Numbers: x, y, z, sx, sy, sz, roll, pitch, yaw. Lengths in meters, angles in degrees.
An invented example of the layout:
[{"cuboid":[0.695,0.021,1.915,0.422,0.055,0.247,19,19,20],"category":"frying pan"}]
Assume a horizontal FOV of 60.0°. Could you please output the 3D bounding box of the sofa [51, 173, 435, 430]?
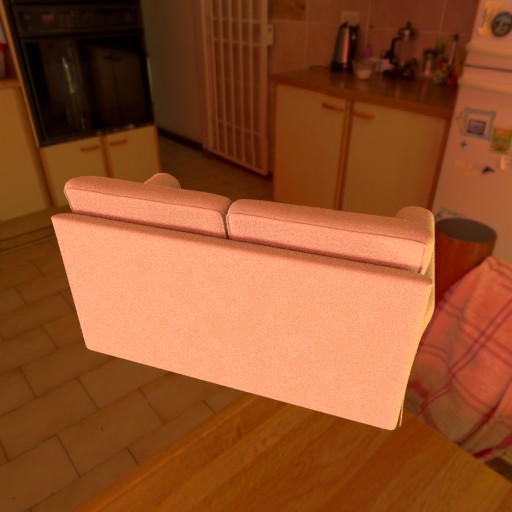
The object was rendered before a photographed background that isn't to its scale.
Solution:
[{"cuboid":[0.000,0.000,2.331,1.727,0.940,0.991,10,33,16],"category":"sofa"}]
